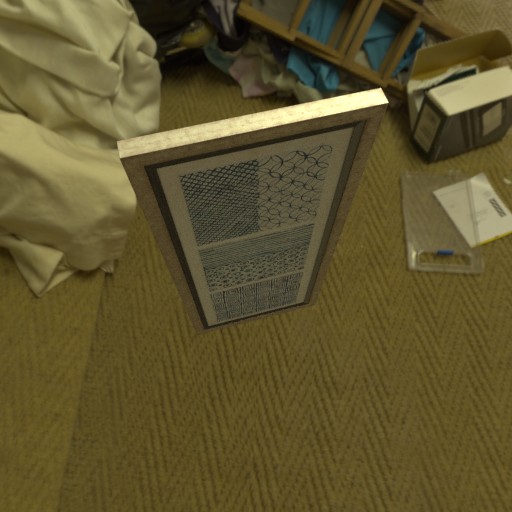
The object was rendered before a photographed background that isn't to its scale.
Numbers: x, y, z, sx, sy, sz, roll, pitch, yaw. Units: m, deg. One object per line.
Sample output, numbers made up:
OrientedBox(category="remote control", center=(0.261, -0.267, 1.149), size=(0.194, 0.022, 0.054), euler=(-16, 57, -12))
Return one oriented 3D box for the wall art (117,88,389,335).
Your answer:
OrientedBox(category="wall art", center=(0.000, 0.000, 1.699), size=(0.648, 1.461, 0.051), euler=(-13, 65, -6))
